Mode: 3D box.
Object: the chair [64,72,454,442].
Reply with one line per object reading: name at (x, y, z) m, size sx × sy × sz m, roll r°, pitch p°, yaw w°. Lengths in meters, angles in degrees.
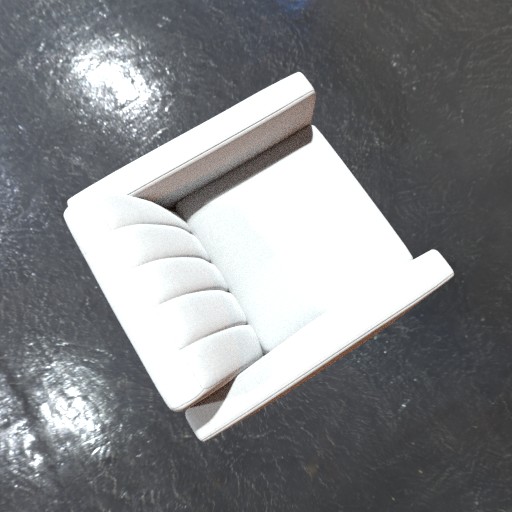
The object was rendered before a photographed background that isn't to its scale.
chair at (0.000, 0.000, 1.686) m, size 0.998 × 0.819 × 0.953 m, roll -31°, pitch 77°, yaw -8°
